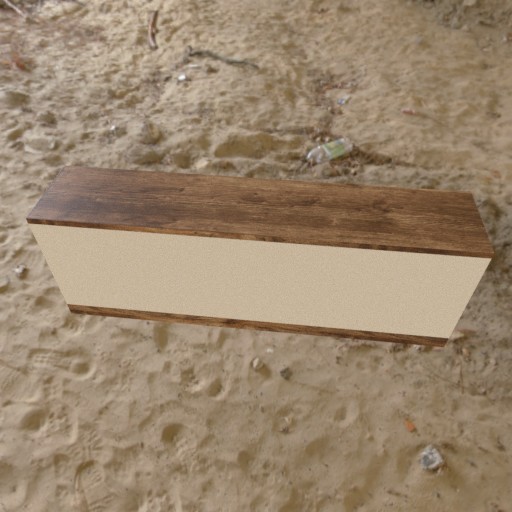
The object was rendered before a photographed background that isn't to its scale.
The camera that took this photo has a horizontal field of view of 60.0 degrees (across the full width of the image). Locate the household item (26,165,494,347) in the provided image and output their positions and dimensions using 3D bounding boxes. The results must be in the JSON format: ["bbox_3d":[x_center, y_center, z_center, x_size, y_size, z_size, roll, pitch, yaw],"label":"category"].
[{"bbox_3d":[0.000,0.000,2.047,1.800,0.615,0.390,4,45,4],"label":"household item"}]
